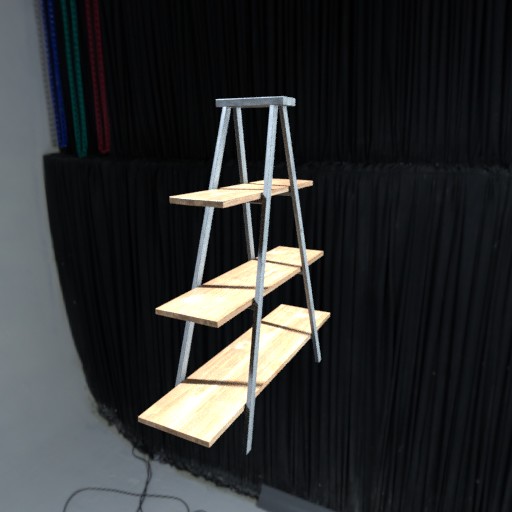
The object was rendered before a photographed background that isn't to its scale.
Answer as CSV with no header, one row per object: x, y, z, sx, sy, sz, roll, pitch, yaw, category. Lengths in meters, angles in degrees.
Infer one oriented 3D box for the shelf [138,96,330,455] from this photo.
0.000,0.000,2.701,0.508,1.808,1.746,8,17,26,shelf
